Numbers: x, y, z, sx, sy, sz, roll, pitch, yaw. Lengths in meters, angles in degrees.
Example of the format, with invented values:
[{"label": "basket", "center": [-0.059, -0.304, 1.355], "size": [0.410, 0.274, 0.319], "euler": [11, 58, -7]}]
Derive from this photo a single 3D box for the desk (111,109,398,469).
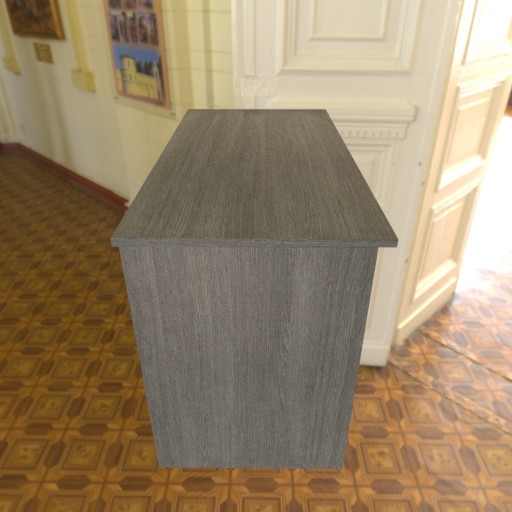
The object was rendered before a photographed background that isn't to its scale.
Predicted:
[{"label": "desk", "center": [0.000, 0.000, 1.520], "size": [0.560, 0.735, 1.097], "euler": [0, 31, 0]}]
